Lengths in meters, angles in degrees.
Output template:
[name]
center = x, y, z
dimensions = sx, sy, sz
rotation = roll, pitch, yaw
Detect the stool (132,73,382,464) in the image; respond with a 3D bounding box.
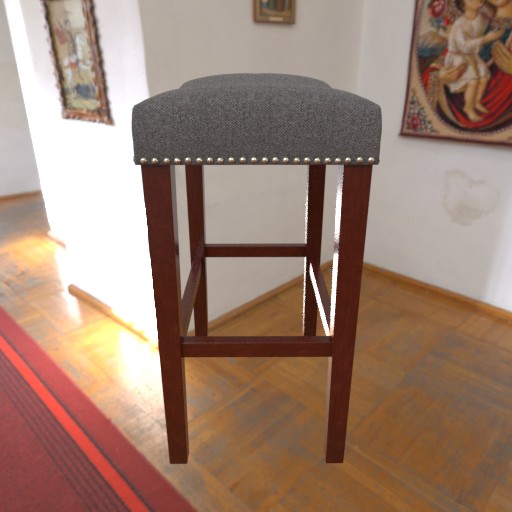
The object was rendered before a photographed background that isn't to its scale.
[stool]
center = 0.000, 0.000, 0.992
dimensions = 0.372, 0.742, 0.504
rotation = 0, 25, 0
